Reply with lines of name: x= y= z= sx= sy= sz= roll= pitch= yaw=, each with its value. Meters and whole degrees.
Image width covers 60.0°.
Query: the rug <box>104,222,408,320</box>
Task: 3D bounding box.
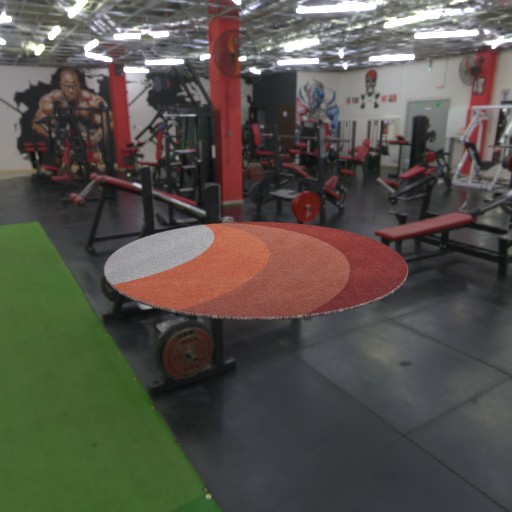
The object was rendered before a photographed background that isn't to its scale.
rug: x=0.000 y=0.000 z=2.319 sx=1.514 sy=0.015 sz=1.514 roll=0 pitch=18 yaw=0
